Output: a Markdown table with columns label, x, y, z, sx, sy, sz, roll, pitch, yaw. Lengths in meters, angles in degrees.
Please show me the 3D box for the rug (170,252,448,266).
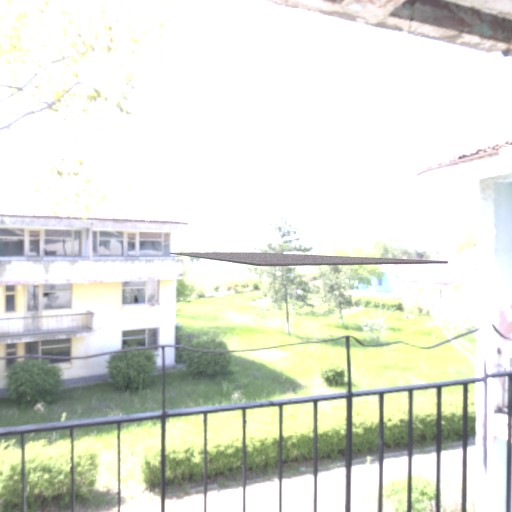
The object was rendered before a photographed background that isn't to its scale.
| label | x | y | z | sx | sy | sz | roll | pitch | yaw |
| --- | --- | --- | --- | --- | --- | --- | --- | --- | --- |
| rug | 0.000 | 0.000 | 2.742 | 0.769 | 0.012 | 2.448 | 0 | 1 | -18 |
